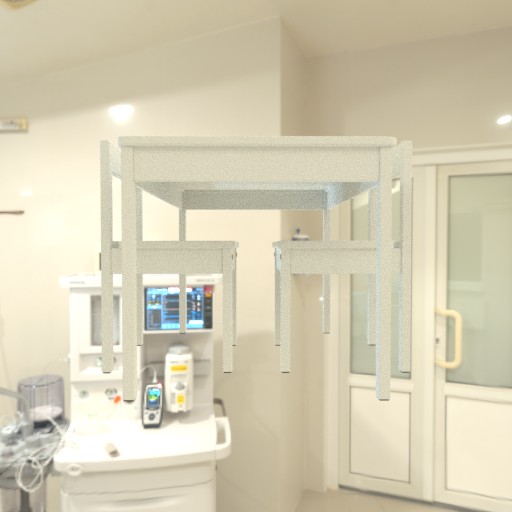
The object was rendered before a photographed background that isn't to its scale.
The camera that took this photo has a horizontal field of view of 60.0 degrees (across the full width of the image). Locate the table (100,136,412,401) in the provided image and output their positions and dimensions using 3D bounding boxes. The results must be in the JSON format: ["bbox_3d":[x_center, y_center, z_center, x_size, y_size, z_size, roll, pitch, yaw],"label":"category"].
[{"bbox_3d":[0.000,0.000,1.097,0.672,0.503,0.650,0,1,0],"label":"table"}]
